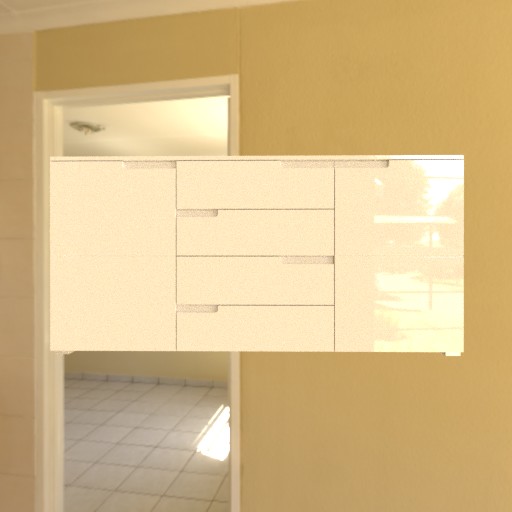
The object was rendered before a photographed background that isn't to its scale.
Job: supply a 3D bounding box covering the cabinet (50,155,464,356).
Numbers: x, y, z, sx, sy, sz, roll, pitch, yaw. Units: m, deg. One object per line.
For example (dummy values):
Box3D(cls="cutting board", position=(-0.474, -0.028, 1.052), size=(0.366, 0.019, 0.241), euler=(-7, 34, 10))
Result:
Box3D(cls="cabinet", position=(0.000, 0.000, 1.968), size=(1.650, 0.800, 0.400), euler=(0, 0, 1))
